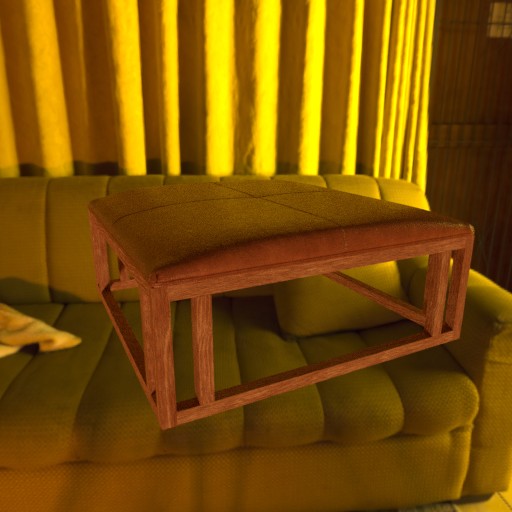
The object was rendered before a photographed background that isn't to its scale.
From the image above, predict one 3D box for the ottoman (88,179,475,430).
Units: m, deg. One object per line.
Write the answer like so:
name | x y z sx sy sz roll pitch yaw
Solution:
ottoman | 0.000 0.000 1.619 1.013 0.442 1.016 -8 19 -26
